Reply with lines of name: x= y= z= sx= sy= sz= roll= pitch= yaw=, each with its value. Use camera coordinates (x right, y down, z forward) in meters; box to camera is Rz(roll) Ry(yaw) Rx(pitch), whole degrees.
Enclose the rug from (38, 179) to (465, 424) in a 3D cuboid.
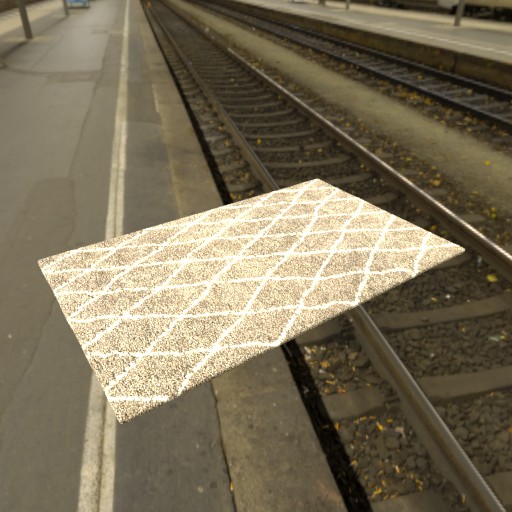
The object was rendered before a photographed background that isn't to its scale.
rug: x=0.000 y=0.000 z=2.968 sx=2.438 sy=0.030 sz=1.524 roll=-20 pitch=38 yaw=-29
